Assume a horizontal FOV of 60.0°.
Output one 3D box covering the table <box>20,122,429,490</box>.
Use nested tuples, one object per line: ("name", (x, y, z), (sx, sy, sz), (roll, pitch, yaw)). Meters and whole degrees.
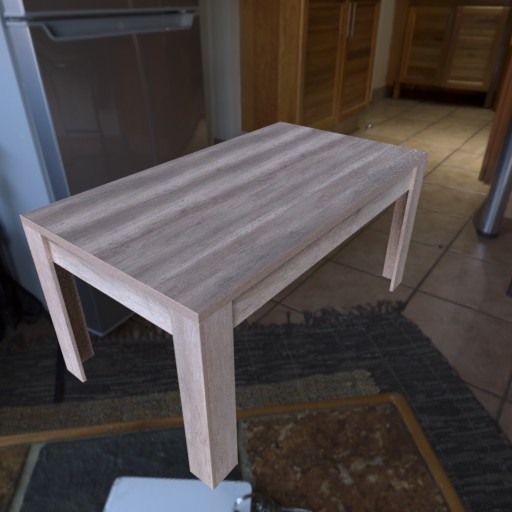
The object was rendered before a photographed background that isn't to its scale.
("table", (0.000, 0.000, 2.090), (0.900, 0.775, 1.600), (23, 38, 32))
